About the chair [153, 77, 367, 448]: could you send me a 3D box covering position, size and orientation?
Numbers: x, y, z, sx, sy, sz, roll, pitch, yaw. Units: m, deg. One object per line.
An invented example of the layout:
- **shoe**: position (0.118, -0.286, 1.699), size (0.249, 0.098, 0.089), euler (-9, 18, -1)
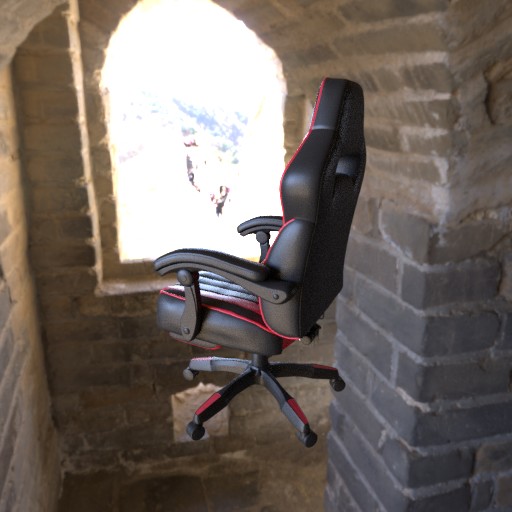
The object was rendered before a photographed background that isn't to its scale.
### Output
- **chair**: position (0.000, 0.000, 1.668), size (0.700, 1.220, 0.700), euler (8, 18, 24)
